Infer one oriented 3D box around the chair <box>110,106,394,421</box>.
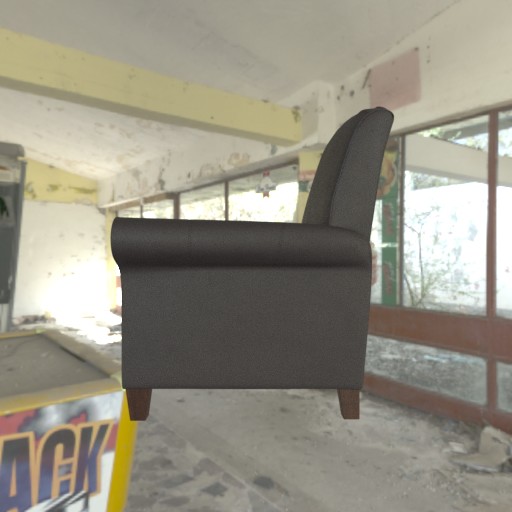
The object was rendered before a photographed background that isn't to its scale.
[{"bbox_3d":[0.000,0.000,1.788,0.902,1.061,0.978,0,0,-1],"label":"chair"}]
